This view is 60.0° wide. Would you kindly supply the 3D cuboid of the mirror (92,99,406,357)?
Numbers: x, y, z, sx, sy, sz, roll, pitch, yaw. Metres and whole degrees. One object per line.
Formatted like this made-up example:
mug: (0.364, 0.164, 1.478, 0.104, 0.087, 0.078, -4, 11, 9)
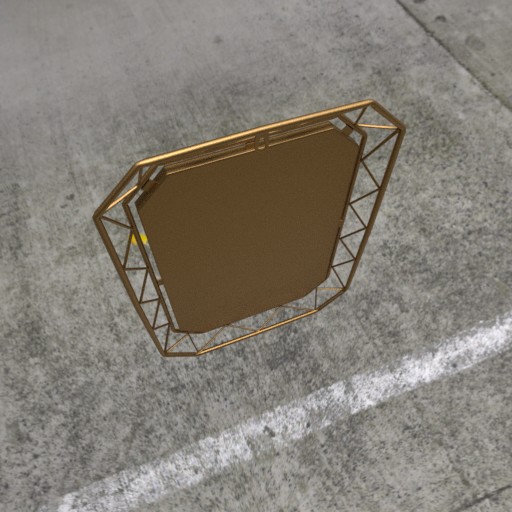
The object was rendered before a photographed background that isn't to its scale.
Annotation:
mirror: (0.000, 0.000, 0.730, 0.417, 0.566, 0.042, -18, 59, -11)
